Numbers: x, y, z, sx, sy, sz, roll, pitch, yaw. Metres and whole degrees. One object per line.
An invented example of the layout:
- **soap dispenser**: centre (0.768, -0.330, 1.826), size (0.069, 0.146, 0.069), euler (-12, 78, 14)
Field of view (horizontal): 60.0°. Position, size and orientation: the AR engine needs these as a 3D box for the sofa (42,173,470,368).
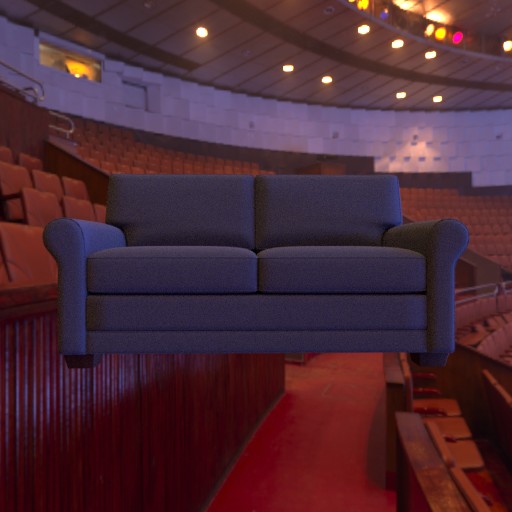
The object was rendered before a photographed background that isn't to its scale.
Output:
- **sofa**: centre (0.000, 0.000, 2.439), size (1.930, 1.020, 0.940), euler (0, 0, -1)
